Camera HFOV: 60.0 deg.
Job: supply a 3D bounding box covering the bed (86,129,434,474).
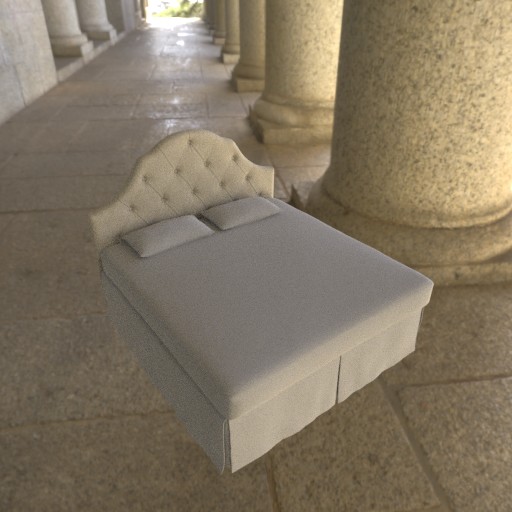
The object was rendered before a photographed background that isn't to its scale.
[{"bbox_3d":[0.000,0.000,3.536,2.012,1.555,2.086,-21,37,-31],"label":"bed"}]
